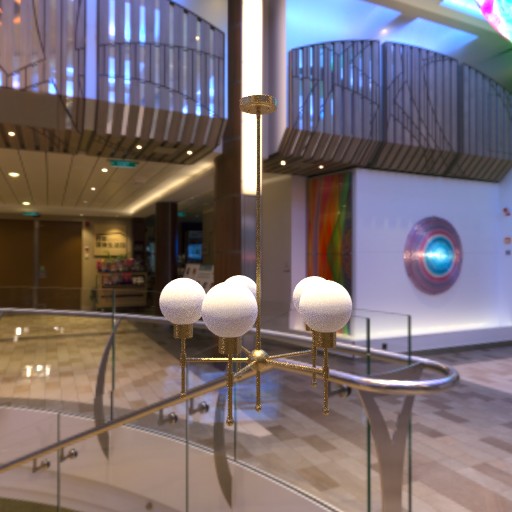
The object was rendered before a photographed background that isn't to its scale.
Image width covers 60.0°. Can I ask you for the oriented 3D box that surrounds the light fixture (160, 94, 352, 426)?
[{"bbox_3d":[0.000,0.000,1.872,0.815,1.331,0.785,0,0,19],"label":"light fixture"}]
